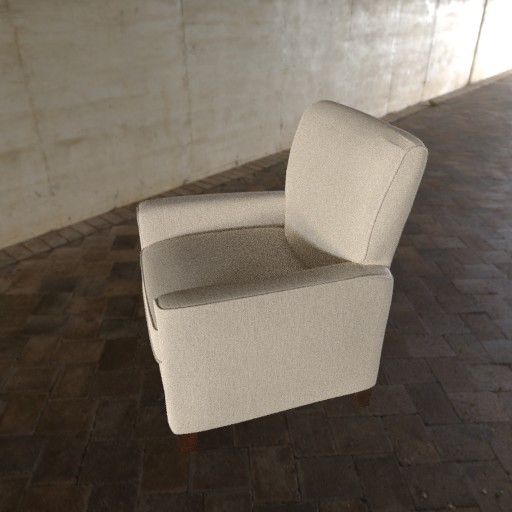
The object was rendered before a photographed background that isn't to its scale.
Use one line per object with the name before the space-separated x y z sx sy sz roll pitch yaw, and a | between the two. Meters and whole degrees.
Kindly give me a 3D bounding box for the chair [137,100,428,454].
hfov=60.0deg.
chair | 0.000 0.000 1.675 0.858 1.028 0.841 -9 30 -15
